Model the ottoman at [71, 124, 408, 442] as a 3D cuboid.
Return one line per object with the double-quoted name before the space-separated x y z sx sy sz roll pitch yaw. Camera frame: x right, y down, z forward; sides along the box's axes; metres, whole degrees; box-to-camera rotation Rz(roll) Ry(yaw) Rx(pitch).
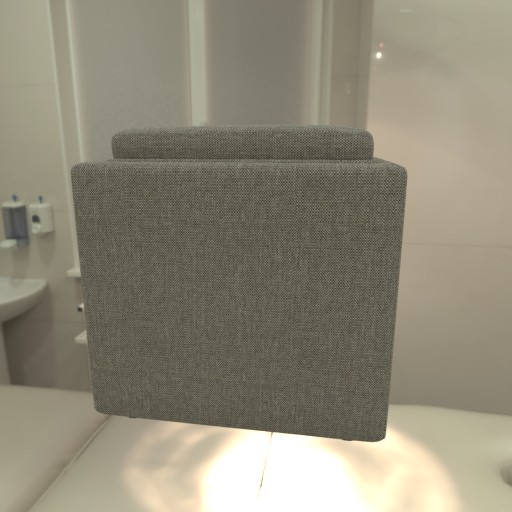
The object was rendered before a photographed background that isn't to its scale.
"ottoman" 0.000 0.000 0.819 0.450 0.460 0.450 2 14 9
